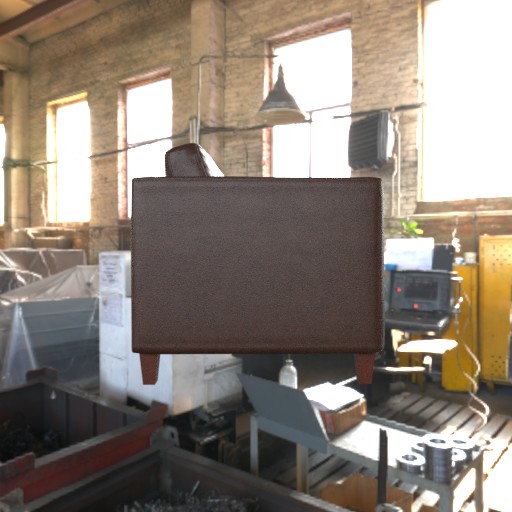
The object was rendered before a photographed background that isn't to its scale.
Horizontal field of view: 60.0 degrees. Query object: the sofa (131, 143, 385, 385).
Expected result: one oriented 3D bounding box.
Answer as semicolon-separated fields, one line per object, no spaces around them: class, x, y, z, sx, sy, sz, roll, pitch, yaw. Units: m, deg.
sofa;0.000;0.000;2.511;0.951;0.933;1.883;0;1;-1
